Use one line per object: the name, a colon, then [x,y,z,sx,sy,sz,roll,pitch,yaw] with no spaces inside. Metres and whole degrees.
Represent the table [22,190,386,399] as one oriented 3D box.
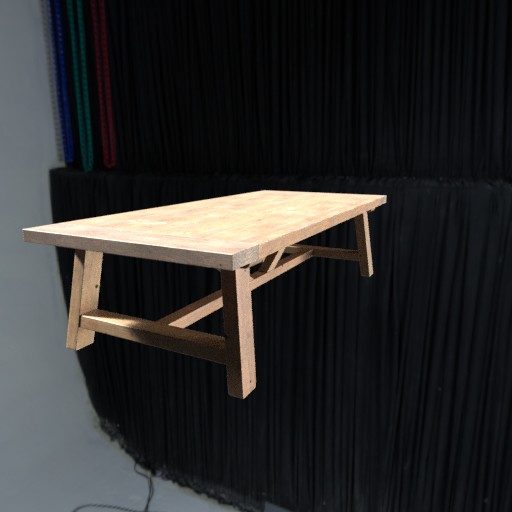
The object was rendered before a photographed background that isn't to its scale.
table: [0.000,0.000,2.126,0.820,0.465,1.800,7,15,27]
